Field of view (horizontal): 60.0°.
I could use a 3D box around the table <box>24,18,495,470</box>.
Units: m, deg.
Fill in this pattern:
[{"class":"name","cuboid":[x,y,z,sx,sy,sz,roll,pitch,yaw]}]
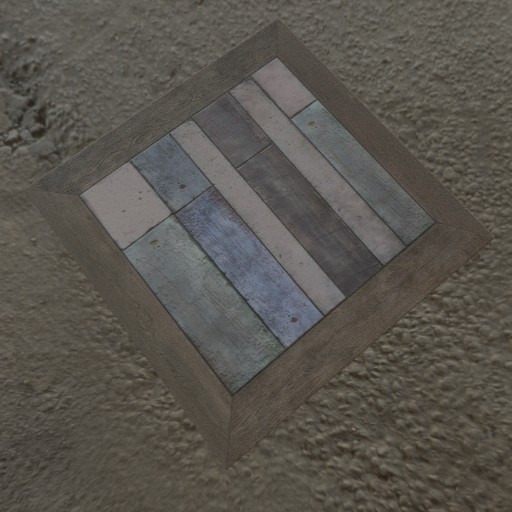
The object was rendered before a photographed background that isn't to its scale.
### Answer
[{"class":"table","cuboid":[0.000,0.000,1.099,0.610,0.610,0.610,-38,78,-9]}]
